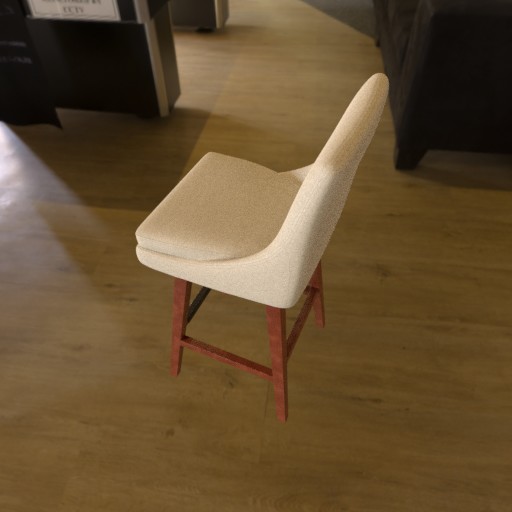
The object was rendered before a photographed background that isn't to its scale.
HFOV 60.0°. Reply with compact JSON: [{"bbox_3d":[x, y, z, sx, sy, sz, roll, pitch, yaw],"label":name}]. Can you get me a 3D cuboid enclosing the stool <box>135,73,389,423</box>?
[{"bbox_3d":[0.000,0.000,1.397,0.559,1.092,0.470,18,49,16],"label":"stool"}]
